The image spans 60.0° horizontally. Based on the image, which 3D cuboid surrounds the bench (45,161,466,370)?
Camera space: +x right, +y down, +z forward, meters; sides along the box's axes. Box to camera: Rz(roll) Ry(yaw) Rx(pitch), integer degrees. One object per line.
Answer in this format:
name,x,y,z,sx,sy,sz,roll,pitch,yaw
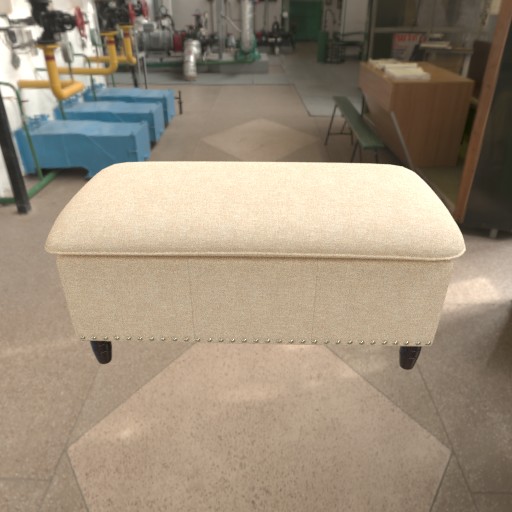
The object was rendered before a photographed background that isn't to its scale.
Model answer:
bench,0.000,0.000,1.270,0.991,0.483,0.483,1,31,1
